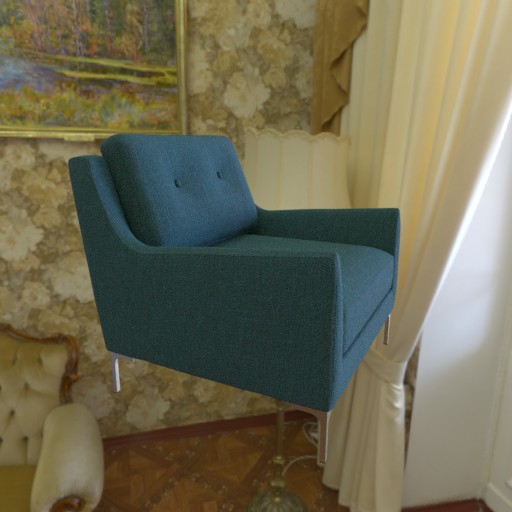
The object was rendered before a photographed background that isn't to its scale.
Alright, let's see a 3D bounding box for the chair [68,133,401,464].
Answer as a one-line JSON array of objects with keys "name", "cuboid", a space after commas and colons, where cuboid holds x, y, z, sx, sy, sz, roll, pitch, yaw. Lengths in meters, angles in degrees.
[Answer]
[{"name": "chair", "cuboid": [0.000, 0.000, 1.559, 0.849, 0.828, 0.847, 7, 16, 26]}]
